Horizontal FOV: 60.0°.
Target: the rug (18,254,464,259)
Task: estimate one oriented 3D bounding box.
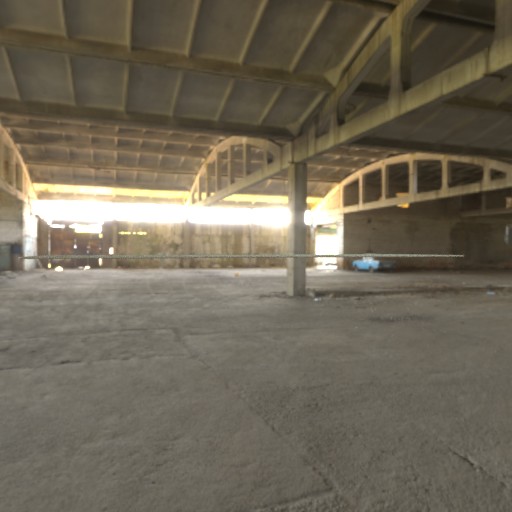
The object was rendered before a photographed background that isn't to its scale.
[{"bbox_3d":[0.000,0.000,2.670,2.435,0.009,0.750,0,1,-19],"label":"rug"}]
